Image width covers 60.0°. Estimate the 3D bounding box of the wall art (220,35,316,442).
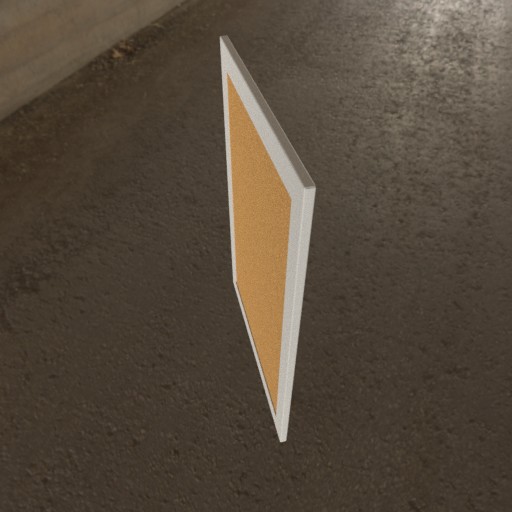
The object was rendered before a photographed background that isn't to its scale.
[{"bbox_3d":[0.000,0.000,0.693,0.012,0.529,0.374,-10,46,-10],"label":"wall art"}]
